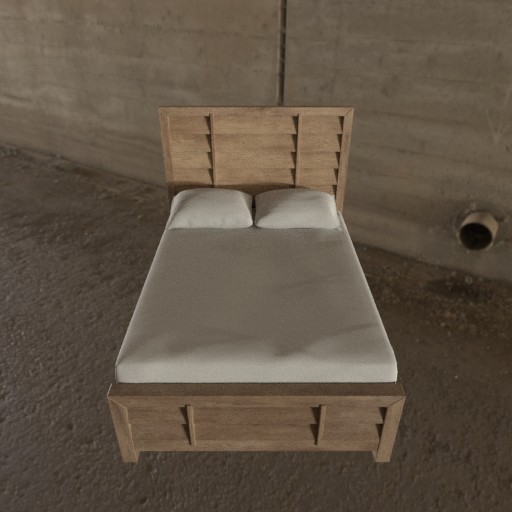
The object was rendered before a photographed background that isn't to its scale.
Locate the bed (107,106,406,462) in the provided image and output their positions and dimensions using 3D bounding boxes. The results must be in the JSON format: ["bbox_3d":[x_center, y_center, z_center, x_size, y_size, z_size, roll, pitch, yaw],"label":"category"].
[{"bbox_3d":[0.000,0.000,3.212,1.626,1.626,2.197,0,31,0],"label":"bed"}]
